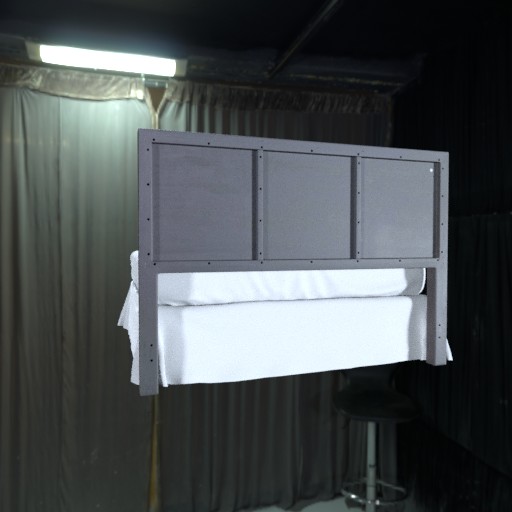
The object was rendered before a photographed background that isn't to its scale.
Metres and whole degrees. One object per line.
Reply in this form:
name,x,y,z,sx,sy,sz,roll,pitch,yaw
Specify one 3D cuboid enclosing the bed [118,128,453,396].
bed,0.000,0.000,2.982,1.772,1.142,1.785,-1,2,-18
